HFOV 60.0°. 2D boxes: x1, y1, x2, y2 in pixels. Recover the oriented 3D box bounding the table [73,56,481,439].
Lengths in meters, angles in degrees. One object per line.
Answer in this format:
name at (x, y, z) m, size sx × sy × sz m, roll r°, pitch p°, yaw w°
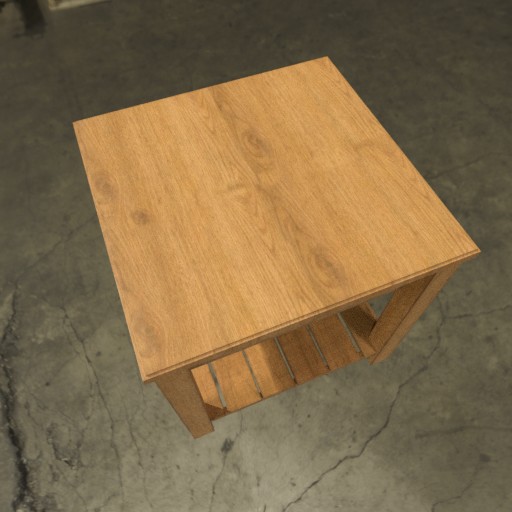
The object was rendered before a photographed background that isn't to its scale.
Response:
table at (0.000, 0.000, 1.124) m, size 0.616 × 0.593 × 0.612 m, roll -19°, pitch 61°, yaw -11°
